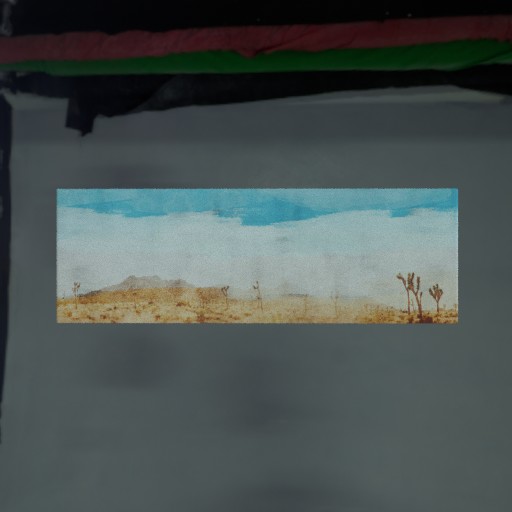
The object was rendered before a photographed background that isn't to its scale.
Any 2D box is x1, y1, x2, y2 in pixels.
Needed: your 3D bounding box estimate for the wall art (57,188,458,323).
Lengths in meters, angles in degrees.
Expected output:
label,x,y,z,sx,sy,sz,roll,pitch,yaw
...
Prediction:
label,x,y,z,sx,sy,sz,roll,pitch,yaw
wall art,0.000,0.000,0.857,0.759,0.254,0.044,0,0,0
